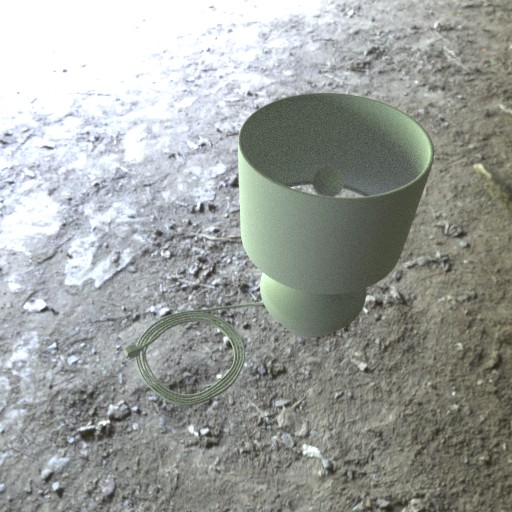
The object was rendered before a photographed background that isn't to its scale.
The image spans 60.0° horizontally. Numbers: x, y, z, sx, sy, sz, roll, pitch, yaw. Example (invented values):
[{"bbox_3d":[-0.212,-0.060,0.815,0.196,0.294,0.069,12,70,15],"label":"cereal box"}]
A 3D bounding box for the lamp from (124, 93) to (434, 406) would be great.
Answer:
[{"bbox_3d":[0.000,0.000,0.837,0.546,0.457,0.401,3,47,3],"label":"lamp"}]
